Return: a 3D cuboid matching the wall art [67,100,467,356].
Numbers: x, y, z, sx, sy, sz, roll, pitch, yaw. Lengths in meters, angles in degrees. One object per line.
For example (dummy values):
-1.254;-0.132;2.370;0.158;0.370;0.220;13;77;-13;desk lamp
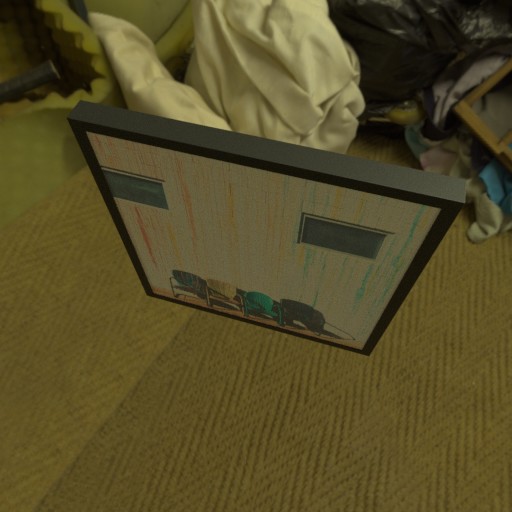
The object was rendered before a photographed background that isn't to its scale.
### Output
0.000;0.000;0.764;0.506;0.506;0.037;14;59;9;wall art
